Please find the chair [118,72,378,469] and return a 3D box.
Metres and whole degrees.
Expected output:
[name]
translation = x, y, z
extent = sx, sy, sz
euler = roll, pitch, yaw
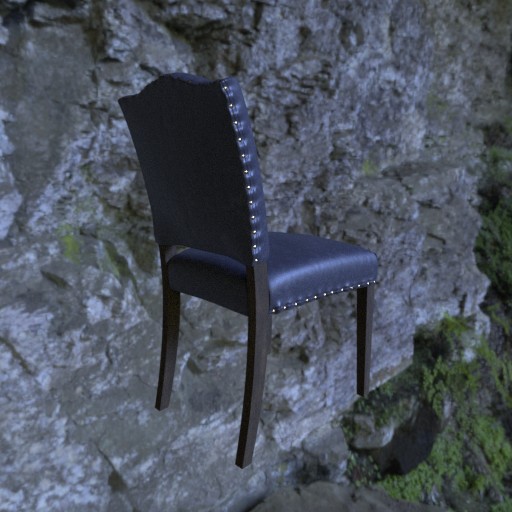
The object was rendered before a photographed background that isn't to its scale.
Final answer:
[chair]
translation = 0.000, 0.000, 1.363
extent = 0.500, 0.991, 0.633
euler = 12, 18, 43
